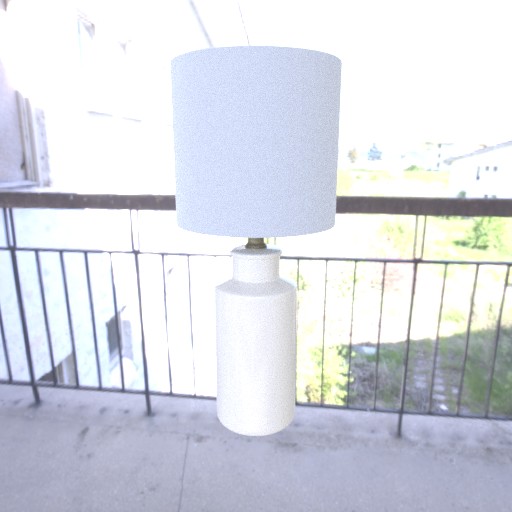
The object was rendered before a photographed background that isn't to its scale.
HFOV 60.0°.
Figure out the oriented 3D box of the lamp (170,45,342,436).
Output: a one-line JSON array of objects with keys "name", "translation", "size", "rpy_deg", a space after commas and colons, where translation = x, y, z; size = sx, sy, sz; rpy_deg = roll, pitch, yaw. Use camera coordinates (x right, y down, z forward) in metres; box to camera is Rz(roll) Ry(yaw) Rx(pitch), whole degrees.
[{"name": "lamp", "translation": [0.000, 0.000, 0.612], "size": [0.212, 0.493, 0.212], "rpy_deg": [2, 14, 9]}]
